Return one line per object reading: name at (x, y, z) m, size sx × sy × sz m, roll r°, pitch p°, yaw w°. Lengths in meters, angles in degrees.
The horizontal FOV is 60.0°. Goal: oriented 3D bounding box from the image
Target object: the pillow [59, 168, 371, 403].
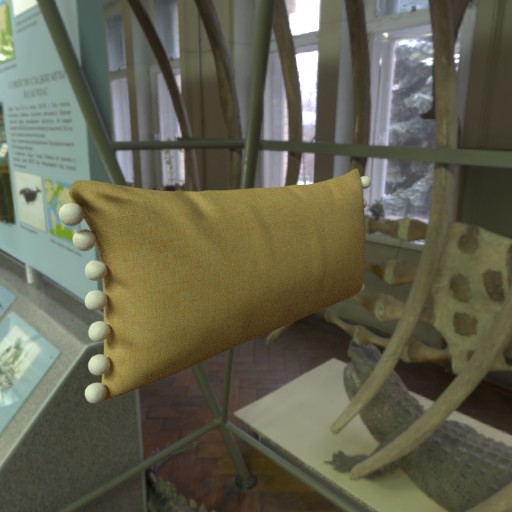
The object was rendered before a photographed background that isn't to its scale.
pillow at (0.000, 0.000, 0.830) m, size 0.709 × 0.322 × 0.201 m, roll -14°, pitch 20°, yaw -43°
